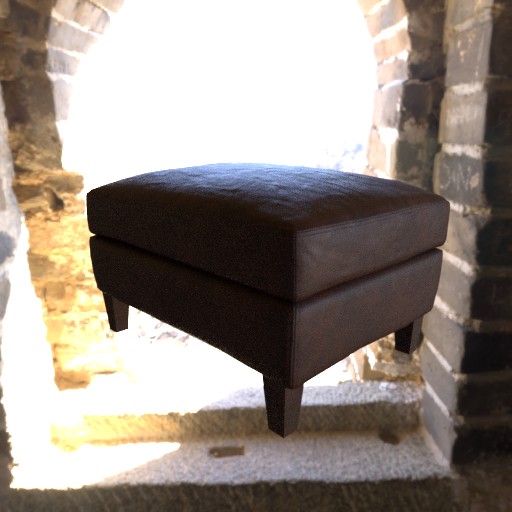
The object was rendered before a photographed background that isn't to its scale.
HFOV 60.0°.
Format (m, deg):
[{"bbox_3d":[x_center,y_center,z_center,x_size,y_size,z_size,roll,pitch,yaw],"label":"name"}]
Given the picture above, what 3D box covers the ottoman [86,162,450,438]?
[{"bbox_3d":[0.000,0.000,1.296,0.659,0.527,0.887,-14,20,-42],"label":"ottoman"}]
